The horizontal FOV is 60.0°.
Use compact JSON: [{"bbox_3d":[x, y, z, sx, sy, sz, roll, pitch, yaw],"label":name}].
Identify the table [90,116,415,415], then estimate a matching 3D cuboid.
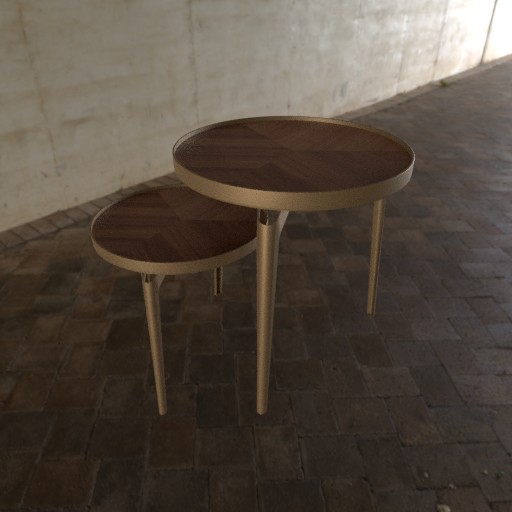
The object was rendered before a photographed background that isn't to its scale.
[{"bbox_3d":[0.000,0.000,1.123,0.751,0.555,0.532,-9,33,-14],"label":"table"}]
